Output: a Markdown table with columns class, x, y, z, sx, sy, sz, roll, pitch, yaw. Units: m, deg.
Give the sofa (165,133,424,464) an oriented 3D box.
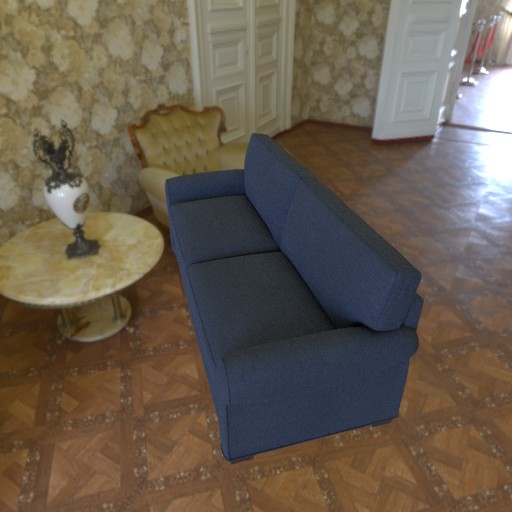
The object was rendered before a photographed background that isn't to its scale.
| class | x | y | z | sx | sy | sz | roll | pitch | yaw |
| --- | --- | --- | --- | --- | --- | --- | --- | --- | --- |
| sofa | 0.000 | 0.000 | 2.905 | 0.954 | 1.026 | 2.391 | -8 | 32 | -14 |
